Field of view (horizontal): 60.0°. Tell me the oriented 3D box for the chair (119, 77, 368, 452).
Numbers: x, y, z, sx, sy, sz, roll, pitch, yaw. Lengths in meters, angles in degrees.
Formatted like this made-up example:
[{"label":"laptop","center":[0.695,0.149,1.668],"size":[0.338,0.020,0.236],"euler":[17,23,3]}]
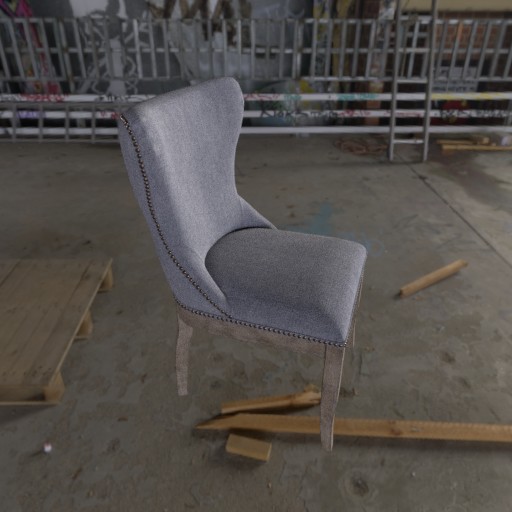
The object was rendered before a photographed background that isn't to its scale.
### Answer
[{"label":"chair","center":[0.000,0.000,1.447],"size":[0.681,1.002,0.654],"euler":[9,31,16]}]
